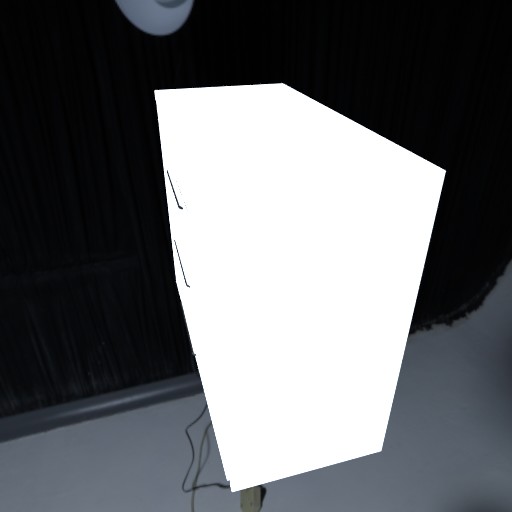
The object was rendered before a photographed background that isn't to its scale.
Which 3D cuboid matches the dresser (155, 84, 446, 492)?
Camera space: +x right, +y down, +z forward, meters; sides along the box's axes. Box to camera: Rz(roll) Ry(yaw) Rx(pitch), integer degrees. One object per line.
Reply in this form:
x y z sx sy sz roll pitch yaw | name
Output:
0.000 0.000 1.221 0.420 0.740 0.830 -8 32 -14 | dresser
